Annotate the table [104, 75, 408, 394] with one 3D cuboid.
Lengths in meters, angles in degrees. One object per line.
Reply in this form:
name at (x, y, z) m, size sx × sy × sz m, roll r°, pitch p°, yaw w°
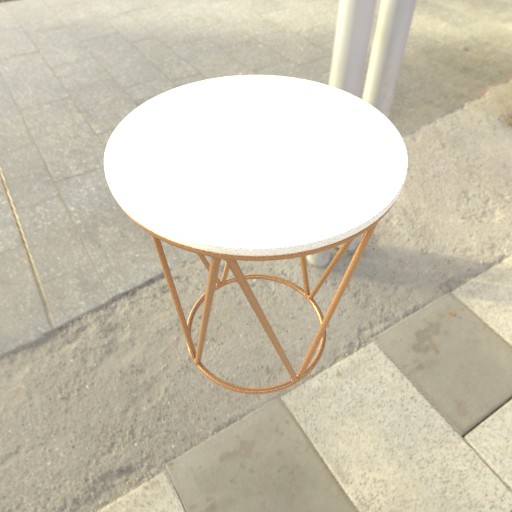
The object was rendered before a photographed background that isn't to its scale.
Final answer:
table at (0.000, 0.000, 0.953) m, size 0.500 × 0.564 × 0.500 m, roll 0°, pitch 47°, yaw 0°
